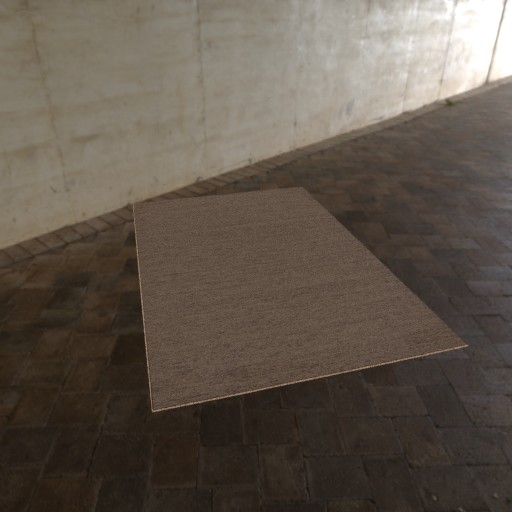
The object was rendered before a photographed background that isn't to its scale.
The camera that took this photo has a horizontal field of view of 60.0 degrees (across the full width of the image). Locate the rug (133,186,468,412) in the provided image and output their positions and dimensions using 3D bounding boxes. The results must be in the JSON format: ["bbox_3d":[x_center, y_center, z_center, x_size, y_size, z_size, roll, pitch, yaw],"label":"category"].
[{"bbox_3d":[0.000,0.000,2.376,1.225,0.013,1.840,-8,30,-14],"label":"rug"}]
